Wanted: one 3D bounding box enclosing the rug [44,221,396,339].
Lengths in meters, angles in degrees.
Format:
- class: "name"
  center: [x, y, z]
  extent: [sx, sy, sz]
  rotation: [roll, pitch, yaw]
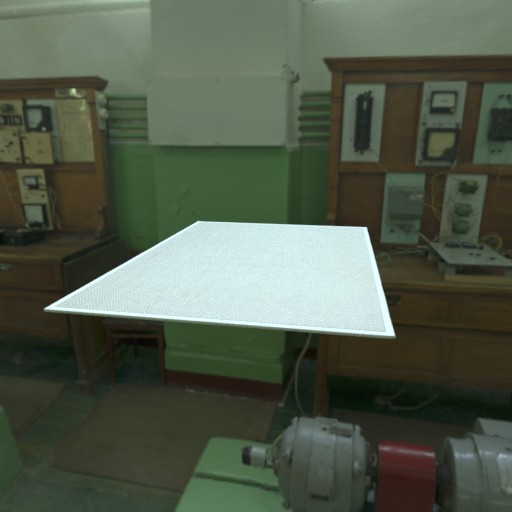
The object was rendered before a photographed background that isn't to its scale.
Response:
- class: "rug"
  center: [0.000, 0.000, 2.918]
  extent: [1.532, 0.017, 2.244]
  rotation: [3, 15, 10]
